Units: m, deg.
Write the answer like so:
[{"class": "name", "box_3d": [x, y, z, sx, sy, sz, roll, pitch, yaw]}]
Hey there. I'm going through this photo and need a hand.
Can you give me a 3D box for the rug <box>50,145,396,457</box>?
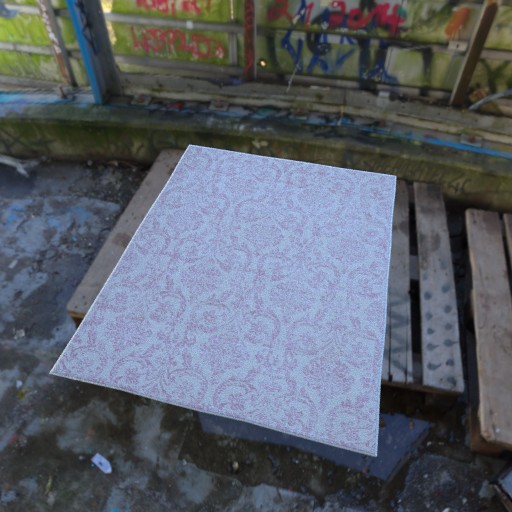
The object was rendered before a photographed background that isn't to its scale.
[{"class": "rug", "box_3d": [0.000, 0.000, 4.010, 2.363, 0.012, 2.980, 11, 49, 9]}]
